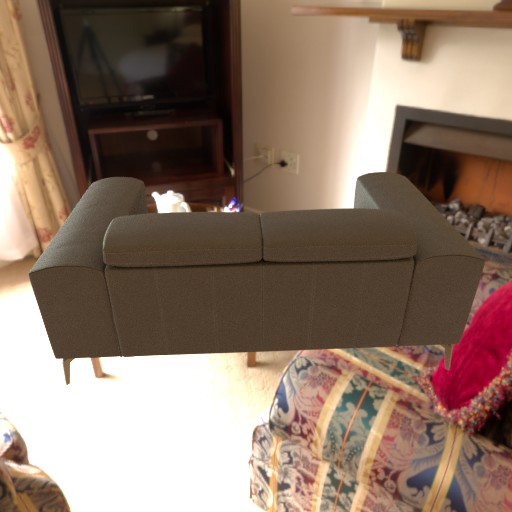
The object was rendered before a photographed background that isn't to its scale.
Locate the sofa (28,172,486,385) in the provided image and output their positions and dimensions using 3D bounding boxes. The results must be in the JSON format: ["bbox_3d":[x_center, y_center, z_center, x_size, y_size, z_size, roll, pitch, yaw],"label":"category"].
[{"bbox_3d":[0.000,0.000,2.333,1.895,0.779,1.003,-2,31,-3],"label":"sofa"}]
